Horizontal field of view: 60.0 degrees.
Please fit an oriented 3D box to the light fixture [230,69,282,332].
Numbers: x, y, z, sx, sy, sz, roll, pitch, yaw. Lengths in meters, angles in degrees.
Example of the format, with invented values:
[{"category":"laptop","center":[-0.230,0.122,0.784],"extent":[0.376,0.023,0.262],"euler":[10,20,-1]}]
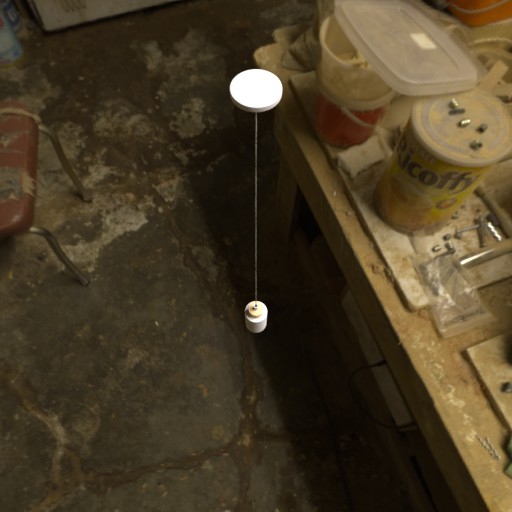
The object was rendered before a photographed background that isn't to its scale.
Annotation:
[{"category":"light fixture","center":[0.000,0.000,1.857],"extent":[0.125,1.798,0.125],"euler":[-17,65,-8]}]
